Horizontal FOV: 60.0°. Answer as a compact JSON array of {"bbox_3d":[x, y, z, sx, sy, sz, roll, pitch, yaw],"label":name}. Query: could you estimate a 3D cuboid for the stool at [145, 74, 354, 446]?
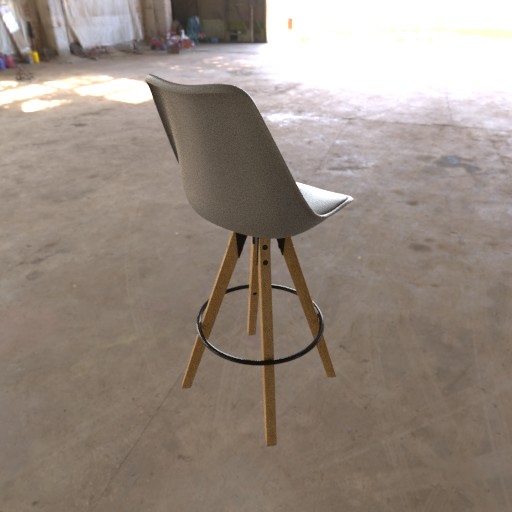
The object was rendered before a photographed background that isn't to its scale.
[{"bbox_3d":[0.000,0.000,1.414,0.485,1.115,0.550,22,36,33],"label":"stool"}]
